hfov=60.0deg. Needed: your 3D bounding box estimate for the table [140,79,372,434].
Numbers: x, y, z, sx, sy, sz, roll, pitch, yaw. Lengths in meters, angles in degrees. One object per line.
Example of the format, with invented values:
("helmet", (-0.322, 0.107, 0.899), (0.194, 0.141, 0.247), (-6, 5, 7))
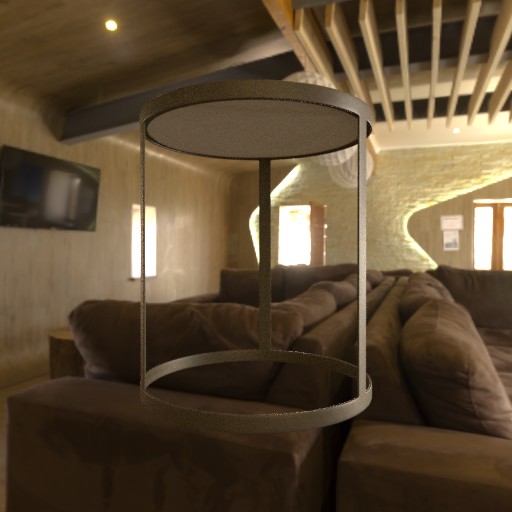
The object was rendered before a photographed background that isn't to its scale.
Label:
("table", (0.000, 0.000, 0.947), (0.480, 0.565, 0.480), (0, 0, 0))
